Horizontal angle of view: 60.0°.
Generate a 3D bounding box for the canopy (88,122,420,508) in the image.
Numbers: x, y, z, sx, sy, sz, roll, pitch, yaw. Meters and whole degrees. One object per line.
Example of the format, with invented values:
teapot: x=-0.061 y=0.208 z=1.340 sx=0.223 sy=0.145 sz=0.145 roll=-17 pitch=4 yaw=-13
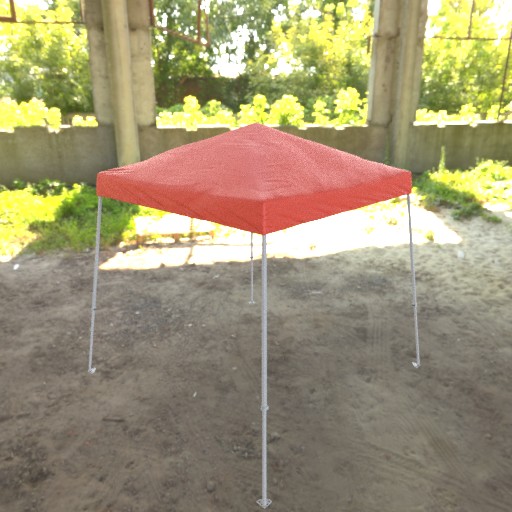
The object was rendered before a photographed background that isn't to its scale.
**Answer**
canopy: x=0.000 y=0.000 z=4.940 sx=2.850 sy=2.850 sz=2.849 roll=16 pitch=24 yaw=41
